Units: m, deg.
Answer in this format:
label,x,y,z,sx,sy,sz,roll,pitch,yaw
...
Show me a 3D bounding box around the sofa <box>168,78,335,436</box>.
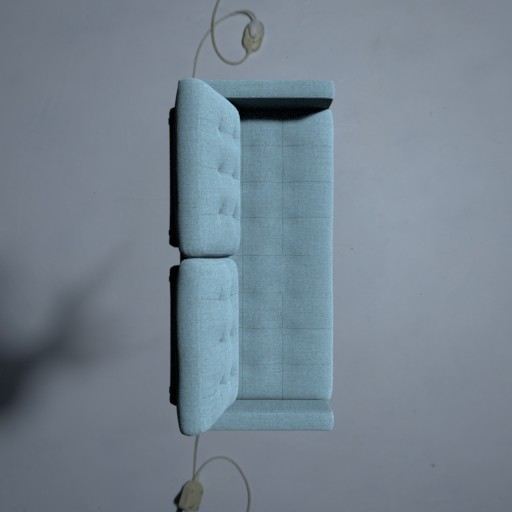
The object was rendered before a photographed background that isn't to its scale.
label,x,y,z,sx,sy,sz,roll,pitch,yaw
sofa,0.000,0.000,2.664,0.966,1.050,2.010,0,91,0
